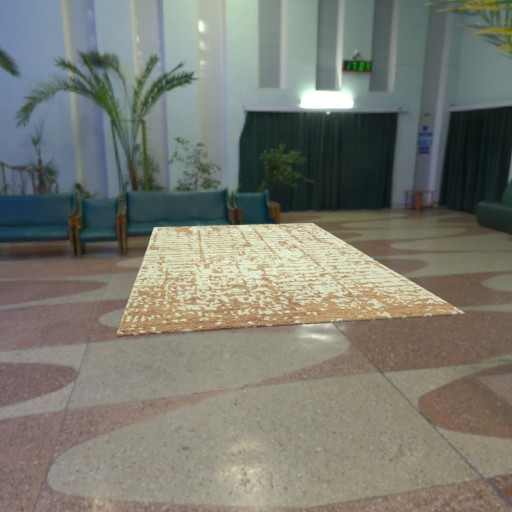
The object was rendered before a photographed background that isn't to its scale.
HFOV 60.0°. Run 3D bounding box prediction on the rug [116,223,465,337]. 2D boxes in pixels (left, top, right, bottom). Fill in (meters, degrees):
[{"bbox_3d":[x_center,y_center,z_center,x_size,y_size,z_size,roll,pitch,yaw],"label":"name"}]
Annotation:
[{"bbox_3d":[0.000,0.000,3.040,1.517,0.011,2.435,-2,14,-9],"label":"rug"}]
